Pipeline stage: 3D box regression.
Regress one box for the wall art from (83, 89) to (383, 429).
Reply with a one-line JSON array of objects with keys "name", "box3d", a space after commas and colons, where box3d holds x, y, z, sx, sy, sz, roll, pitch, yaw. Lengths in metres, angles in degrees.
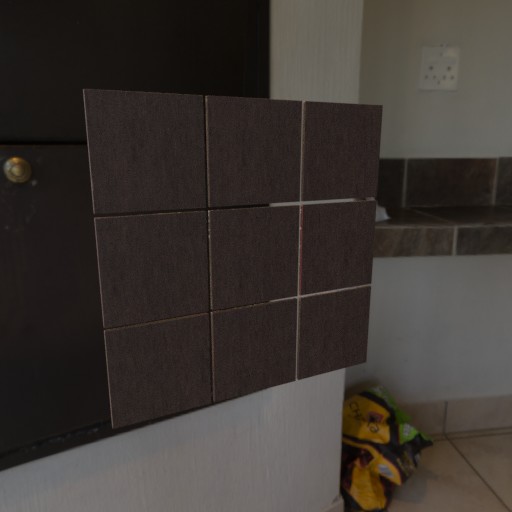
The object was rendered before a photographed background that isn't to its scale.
[{"name": "wall art", "box3d": [0.000, 0.000, 1.358, 0.915, 0.914, 0.013, -7, 15, -26]}]
